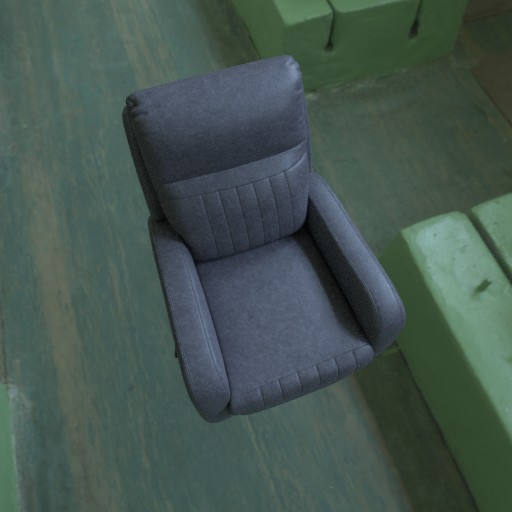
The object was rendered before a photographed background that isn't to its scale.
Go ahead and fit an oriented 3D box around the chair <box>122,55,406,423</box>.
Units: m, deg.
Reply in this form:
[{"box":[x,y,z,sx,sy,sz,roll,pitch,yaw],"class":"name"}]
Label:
[{"box":[0.000,0.000,1.779,0.865,1.067,1.067,-18,65,-9],"class":"chair"}]
